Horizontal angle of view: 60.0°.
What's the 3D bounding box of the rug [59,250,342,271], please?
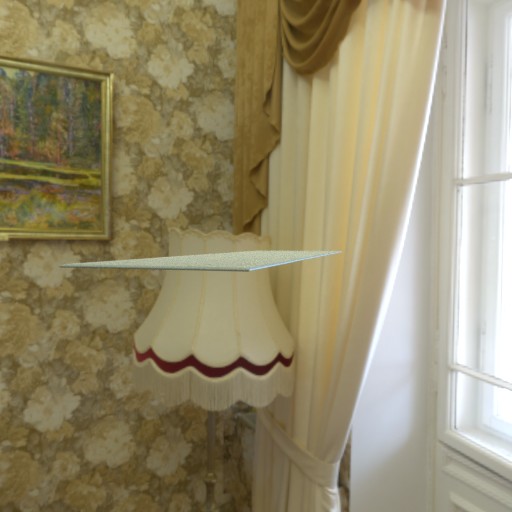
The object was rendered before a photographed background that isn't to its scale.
[{"bbox_3d":[0.000,0.000,2.400,0.662,0.011,2.196,1,2,18],"label":"rug"}]
